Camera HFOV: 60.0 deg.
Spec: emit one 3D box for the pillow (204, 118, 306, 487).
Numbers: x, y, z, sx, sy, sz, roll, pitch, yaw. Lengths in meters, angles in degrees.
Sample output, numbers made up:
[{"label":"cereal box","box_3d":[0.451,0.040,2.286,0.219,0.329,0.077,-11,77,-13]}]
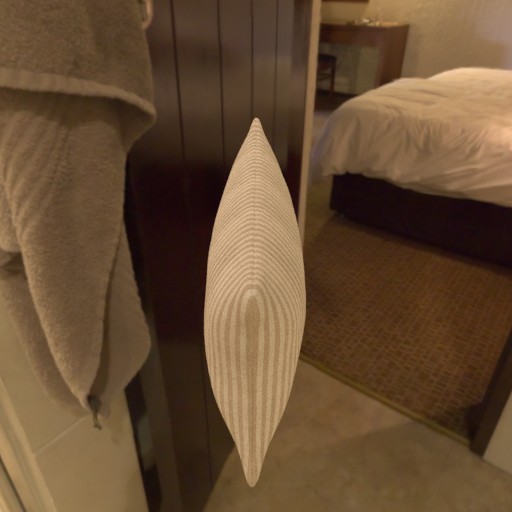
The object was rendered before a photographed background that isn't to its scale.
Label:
[{"label":"pillow","box_3d":[0.000,0.000,0.729,0.151,0.295,0.617,0,31,0]}]
